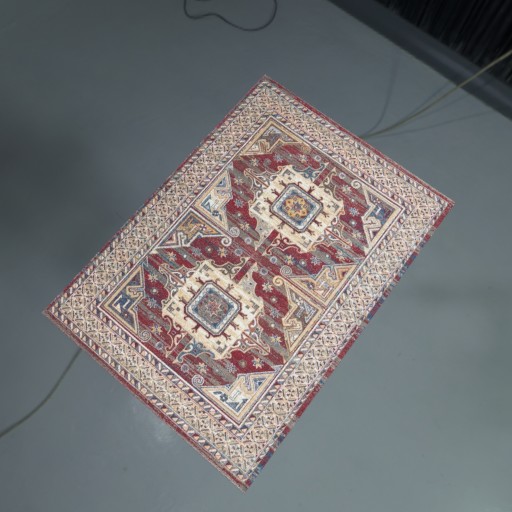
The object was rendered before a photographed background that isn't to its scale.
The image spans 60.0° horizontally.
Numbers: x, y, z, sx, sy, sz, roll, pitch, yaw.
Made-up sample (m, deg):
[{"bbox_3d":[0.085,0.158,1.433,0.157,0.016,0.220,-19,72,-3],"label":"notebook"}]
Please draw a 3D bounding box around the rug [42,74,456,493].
[{"bbox_3d":[0.000,0.000,2.819,1.599,0.011,2.210,37,77,10],"label":"rug"}]
